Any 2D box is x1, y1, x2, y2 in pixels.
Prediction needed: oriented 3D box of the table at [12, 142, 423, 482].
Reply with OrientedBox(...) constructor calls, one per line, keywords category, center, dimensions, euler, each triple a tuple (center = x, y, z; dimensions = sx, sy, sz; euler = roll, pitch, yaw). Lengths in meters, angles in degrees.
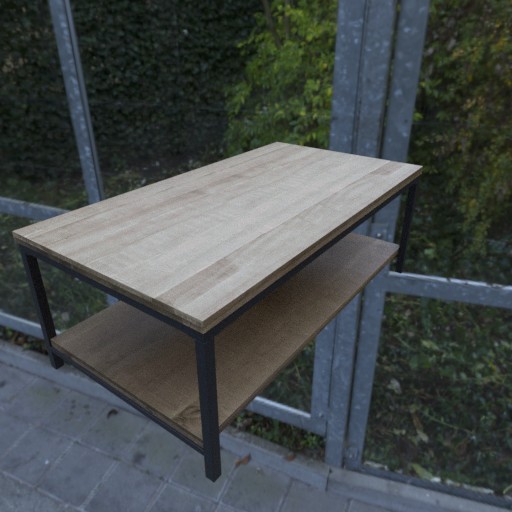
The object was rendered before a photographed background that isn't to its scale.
OrientedBox(category="table", center=(0.000, 0.000, 1.310), dimensions=(0.574, 0.393, 1.062), euler=(19, 33, 32))
